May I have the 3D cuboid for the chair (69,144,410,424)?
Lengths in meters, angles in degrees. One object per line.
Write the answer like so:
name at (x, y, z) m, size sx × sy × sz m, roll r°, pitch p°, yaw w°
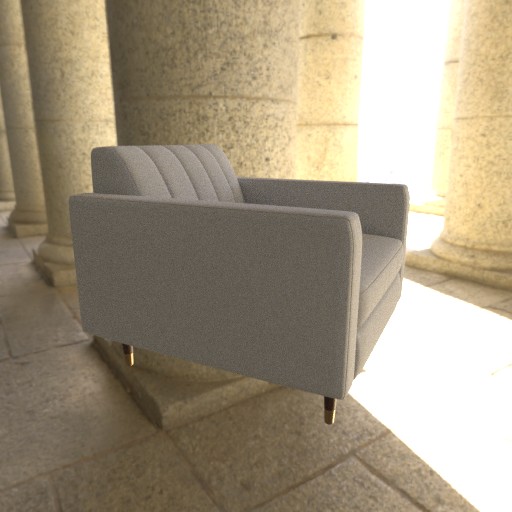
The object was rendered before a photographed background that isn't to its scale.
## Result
chair at (0.000, 0.000, 1.697) m, size 0.998 × 0.819 × 0.953 m, roll 7°, pitch 16°, yaw 26°
